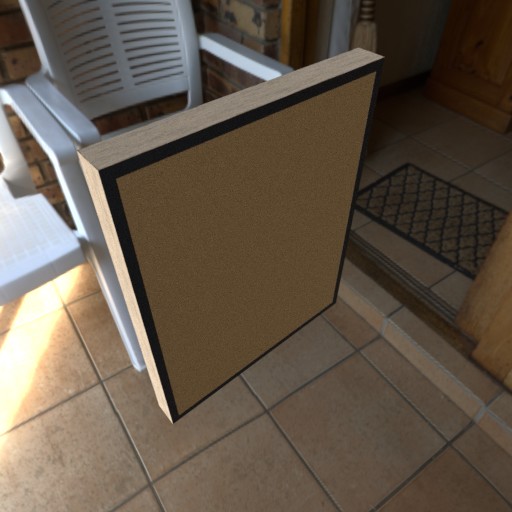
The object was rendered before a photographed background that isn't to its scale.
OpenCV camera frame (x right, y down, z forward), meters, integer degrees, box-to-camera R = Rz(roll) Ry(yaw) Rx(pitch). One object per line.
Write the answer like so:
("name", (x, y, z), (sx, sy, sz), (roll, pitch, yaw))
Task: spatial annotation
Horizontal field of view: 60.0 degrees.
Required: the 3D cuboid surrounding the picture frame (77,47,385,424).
("picture frame", (0.000, 0.000, 0.703), (0.421, 0.526, 0.046), (-31, 52, -27))
